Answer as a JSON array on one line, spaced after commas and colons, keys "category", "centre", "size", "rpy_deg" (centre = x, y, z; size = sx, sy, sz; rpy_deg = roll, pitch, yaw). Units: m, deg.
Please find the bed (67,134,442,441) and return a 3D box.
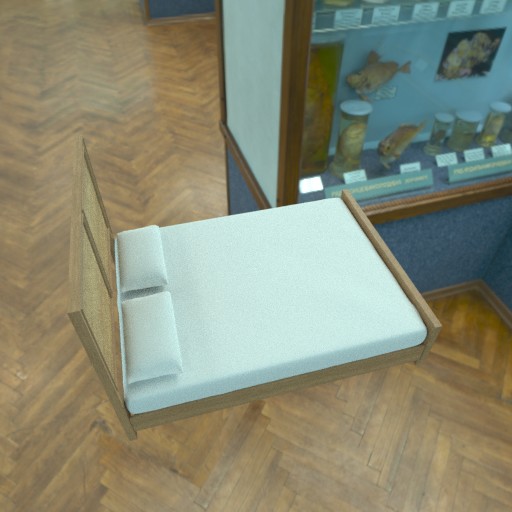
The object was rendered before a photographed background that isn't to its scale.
[{"category": "bed", "centre": [0.000, 0.000, 3.225], "size": [2.184, 1.387, 1.606], "rpy_deg": [-11, 46, -11]}]
